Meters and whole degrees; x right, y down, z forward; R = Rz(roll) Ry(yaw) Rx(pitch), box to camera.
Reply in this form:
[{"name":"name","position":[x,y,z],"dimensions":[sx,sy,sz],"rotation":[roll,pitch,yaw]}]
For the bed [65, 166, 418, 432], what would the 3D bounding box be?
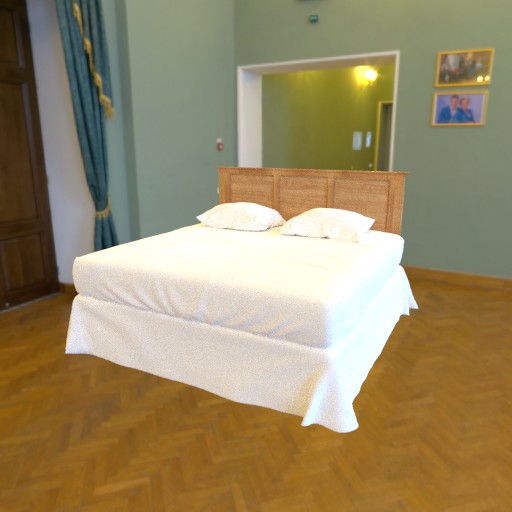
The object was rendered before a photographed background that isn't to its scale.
[{"name":"bed","position":[0.000,0.000,3.598],"dimensions":[2.317,1.270,2.215],"rotation":[8,16,27]}]
